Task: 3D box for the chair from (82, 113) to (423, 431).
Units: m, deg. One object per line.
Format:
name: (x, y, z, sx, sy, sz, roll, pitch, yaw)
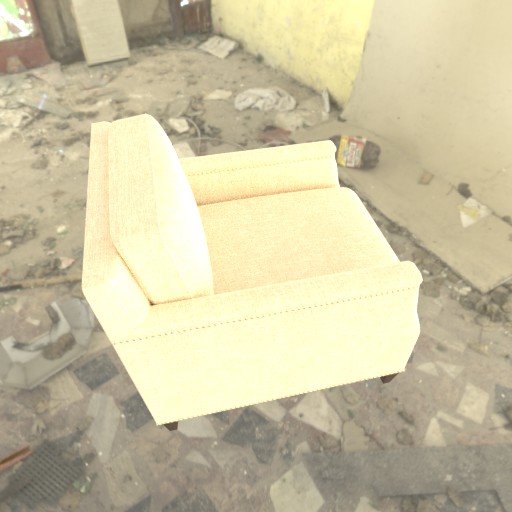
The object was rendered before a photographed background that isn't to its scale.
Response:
chair: (0.000, 0.000, 1.702, 1.041, 0.940, 0.838, -9, 46, -9)
